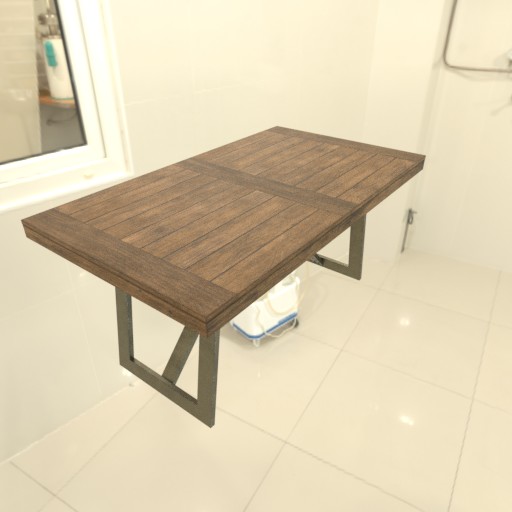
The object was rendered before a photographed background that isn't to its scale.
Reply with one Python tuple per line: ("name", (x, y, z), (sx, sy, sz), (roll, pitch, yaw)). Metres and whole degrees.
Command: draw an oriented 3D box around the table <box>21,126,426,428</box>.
("table", (0.000, 0.000, 2.148), (0.931, 0.757, 1.641), (22, 37, 31))
